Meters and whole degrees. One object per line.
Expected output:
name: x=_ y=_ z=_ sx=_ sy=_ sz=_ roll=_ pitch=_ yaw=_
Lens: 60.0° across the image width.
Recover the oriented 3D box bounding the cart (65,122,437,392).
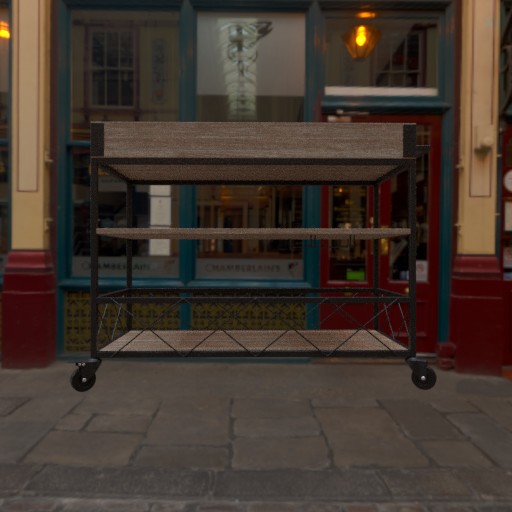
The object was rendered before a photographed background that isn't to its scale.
cart: x=0.000 y=0.000 z=1.508 sx=1.101 sy=0.787 sz=0.500 roll=0 pitch=0 yaw=-1
